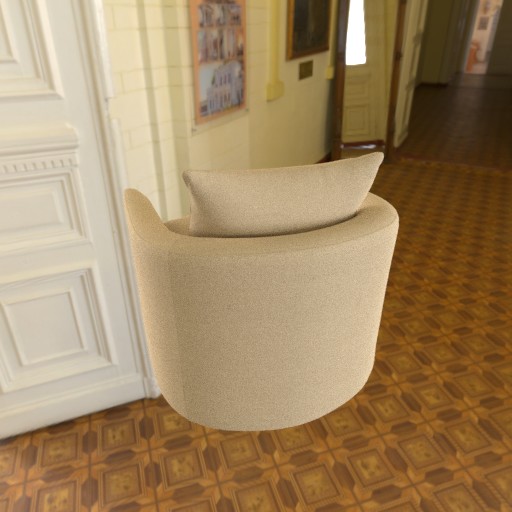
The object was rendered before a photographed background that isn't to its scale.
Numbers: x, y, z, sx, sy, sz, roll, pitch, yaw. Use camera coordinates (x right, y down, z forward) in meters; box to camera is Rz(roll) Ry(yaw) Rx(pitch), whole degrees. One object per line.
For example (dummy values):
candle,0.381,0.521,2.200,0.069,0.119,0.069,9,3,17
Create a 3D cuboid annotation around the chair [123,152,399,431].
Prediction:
chair,0.000,0.000,1.592,0.845,0.848,0.910,-9,30,-16
